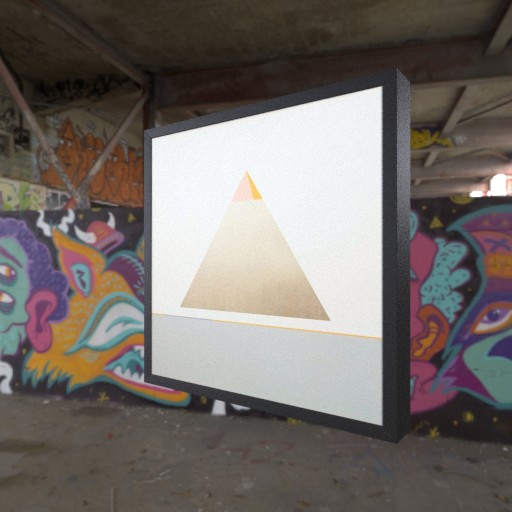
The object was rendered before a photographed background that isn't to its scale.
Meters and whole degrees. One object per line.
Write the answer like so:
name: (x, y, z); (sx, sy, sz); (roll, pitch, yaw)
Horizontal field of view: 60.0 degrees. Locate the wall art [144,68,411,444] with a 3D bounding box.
wall art: (0.000, 0.000, 0.459); (0.304, 0.303, 0.037); (0, 0, 35)
